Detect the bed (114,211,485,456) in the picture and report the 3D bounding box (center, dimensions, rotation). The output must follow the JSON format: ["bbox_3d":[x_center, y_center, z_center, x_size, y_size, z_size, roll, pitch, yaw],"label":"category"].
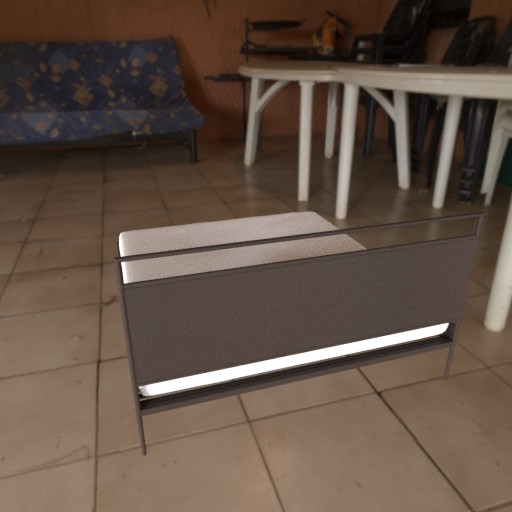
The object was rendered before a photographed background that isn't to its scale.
[{"bbox_3d":[0.000,0.000,3.361,1.993,1.173,2.151,-8,25,-16],"label":"bed"}]
